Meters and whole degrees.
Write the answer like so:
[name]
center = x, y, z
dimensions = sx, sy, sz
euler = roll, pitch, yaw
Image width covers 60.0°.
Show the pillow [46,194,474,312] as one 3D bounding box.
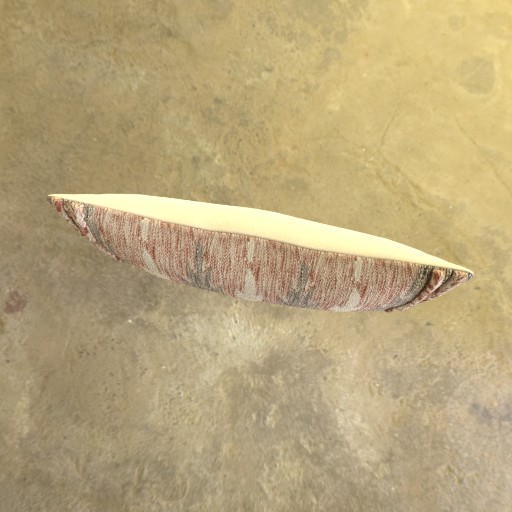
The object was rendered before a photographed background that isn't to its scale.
[pillow]
center = 0.000, 0.000, 0.747
dimensions = 0.635, 0.282, 0.139
euler = 10, 76, 3
